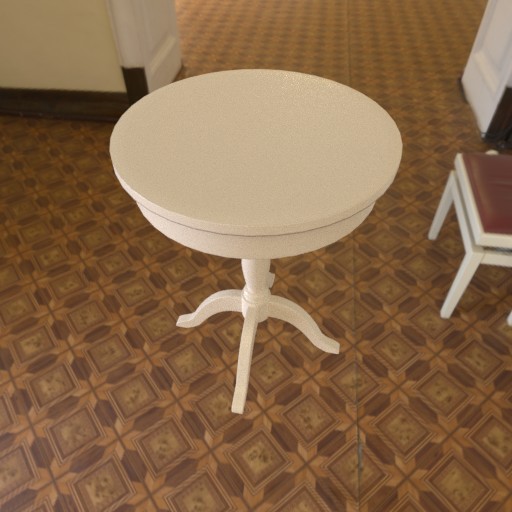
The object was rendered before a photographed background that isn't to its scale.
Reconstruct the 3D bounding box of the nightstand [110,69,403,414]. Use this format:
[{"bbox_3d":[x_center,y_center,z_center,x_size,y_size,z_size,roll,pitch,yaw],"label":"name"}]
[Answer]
[{"bbox_3d":[0.000,0.000,1.029,0.513,0.653,0.513,15,48,14],"label":"nightstand"}]
